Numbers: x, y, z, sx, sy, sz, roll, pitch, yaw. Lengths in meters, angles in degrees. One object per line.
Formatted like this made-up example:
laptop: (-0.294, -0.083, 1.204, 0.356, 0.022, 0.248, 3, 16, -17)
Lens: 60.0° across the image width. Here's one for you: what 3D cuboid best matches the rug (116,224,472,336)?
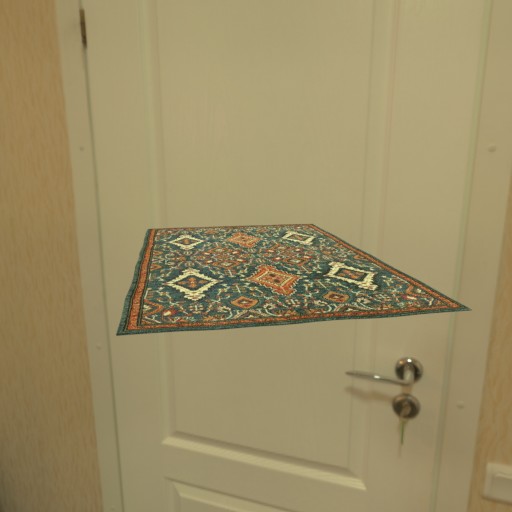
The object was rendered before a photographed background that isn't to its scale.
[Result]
rug: (0.000, 0.000, 4.200, 2.190, 0.008, 3.371, -2, 14, -10)
